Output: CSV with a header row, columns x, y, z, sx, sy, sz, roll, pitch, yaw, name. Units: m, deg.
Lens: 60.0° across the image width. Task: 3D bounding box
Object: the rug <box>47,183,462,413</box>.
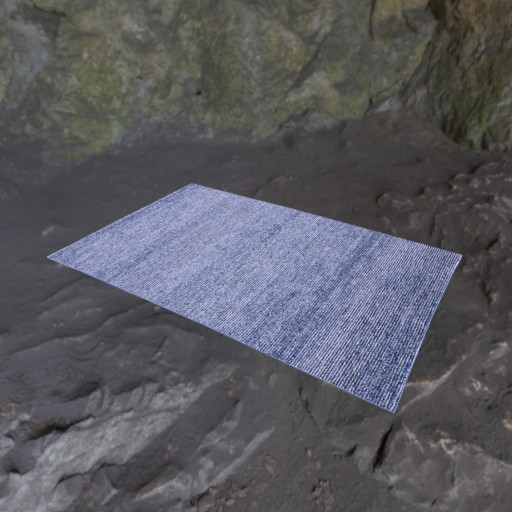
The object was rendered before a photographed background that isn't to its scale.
x,y,z,sx,sy,sz,roll,pitch,yaw,name
0.000,0.000,2.238,1.777,0.021,1.145,18,36,27,rug
